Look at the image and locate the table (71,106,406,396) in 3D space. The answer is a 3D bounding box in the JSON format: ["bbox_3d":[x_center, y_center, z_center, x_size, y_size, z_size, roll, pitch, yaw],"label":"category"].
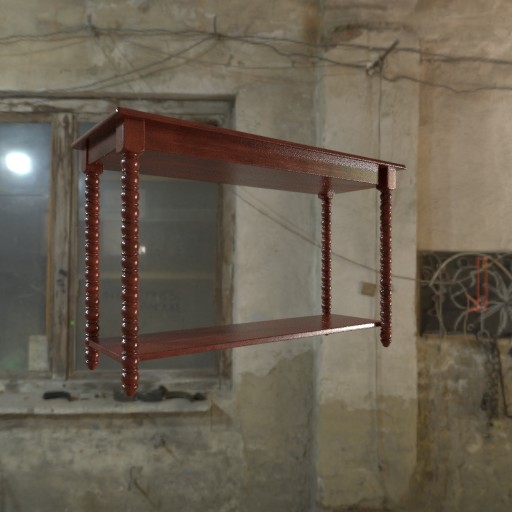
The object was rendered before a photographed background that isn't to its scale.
[{"bbox_3d":[0.000,0.000,1.626,1.184,0.740,0.459,0,0,-36],"label":"table"}]
